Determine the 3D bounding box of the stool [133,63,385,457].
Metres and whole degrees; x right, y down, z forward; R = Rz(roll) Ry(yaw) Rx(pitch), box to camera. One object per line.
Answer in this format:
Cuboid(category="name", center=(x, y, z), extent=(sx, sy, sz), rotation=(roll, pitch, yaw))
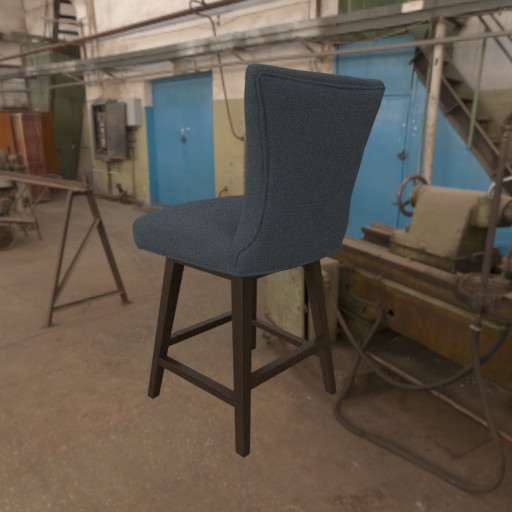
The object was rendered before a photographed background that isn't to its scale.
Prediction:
Cuboid(category="stool", center=(0.000, 0.000, 1.342), extent=(0.574, 1.000, 0.514), rotation=(16, 23, 42))
